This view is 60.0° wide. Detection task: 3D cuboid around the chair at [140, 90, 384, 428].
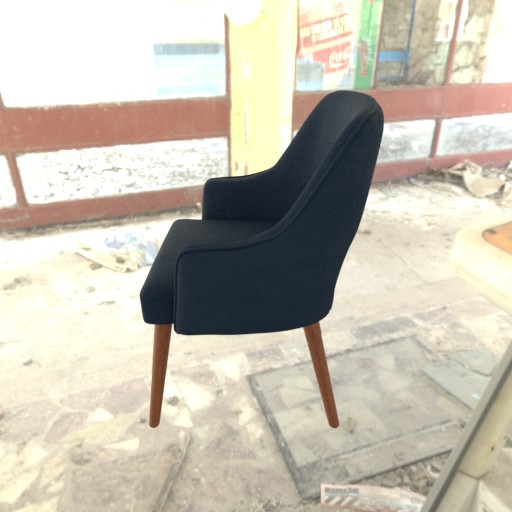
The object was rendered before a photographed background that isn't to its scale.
[{"bbox_3d":[0.000,0.000,1.236,0.591,0.844,0.559,0,27,1],"label":"chair"}]
